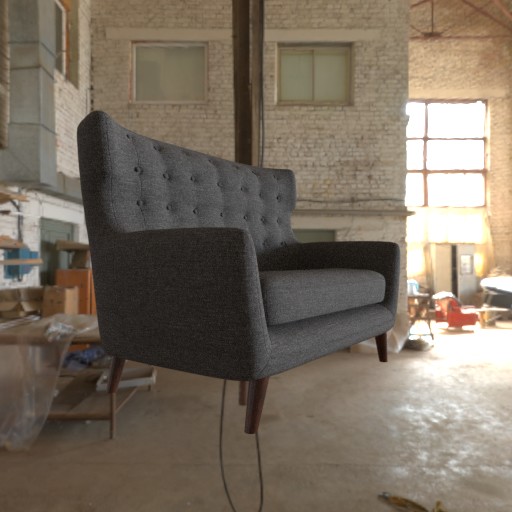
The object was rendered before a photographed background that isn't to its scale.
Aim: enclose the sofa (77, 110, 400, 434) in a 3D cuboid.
[{"bbox_3d":[0.000,0.000,1.953,0.874,1.028,1.358,0,0,36],"label":"sofa"}]
